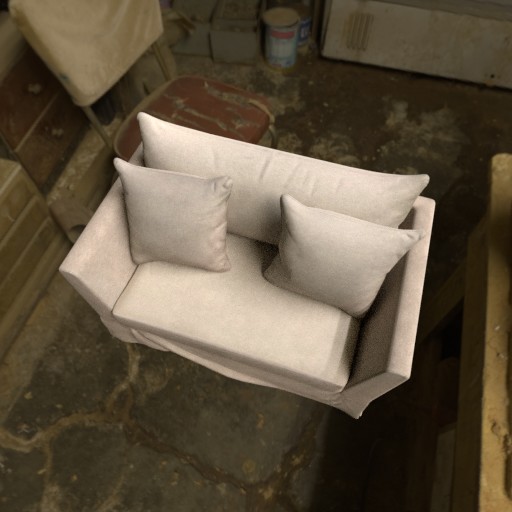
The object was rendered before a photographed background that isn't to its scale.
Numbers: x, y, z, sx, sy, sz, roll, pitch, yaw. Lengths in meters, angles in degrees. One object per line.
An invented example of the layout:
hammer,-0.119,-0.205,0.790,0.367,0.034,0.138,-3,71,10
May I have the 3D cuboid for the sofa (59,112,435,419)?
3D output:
sofa,0.000,0.000,2.316,1.608,1.040,1.035,16,59,10
